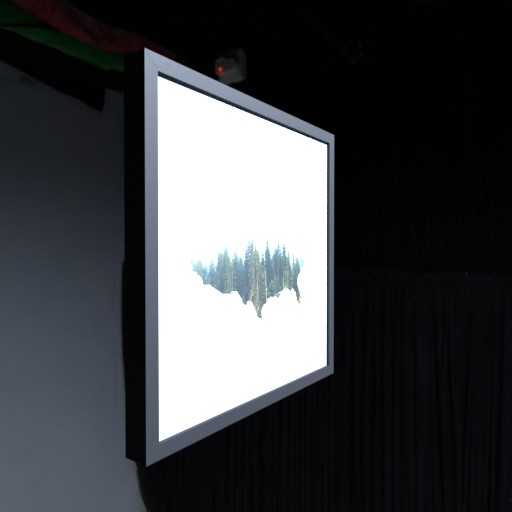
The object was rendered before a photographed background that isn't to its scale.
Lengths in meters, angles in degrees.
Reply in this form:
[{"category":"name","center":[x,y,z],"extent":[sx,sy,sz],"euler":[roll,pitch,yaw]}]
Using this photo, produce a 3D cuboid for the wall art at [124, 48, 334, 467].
[{"category":"wall art","center":[0.000,0.000,0.755],"extent":[0.040,0.509,0.509],"euler":[1,1,36]}]
